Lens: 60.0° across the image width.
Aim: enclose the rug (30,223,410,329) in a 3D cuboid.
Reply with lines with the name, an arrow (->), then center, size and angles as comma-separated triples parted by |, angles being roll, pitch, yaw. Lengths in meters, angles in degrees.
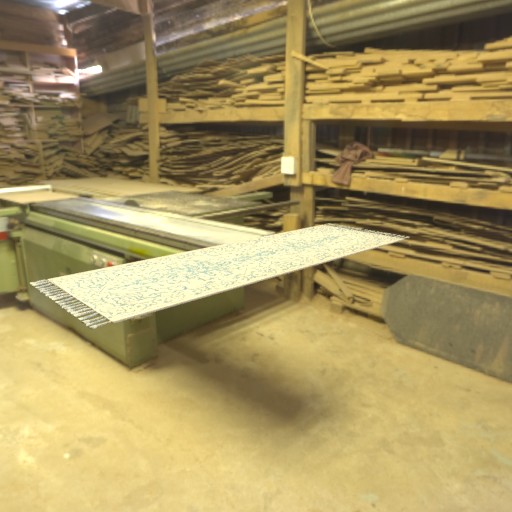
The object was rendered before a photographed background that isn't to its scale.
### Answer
rug -> 0.000, 0.000, 2.787 | 2.449, 0.011, 0.774 | -13, 20, -41
